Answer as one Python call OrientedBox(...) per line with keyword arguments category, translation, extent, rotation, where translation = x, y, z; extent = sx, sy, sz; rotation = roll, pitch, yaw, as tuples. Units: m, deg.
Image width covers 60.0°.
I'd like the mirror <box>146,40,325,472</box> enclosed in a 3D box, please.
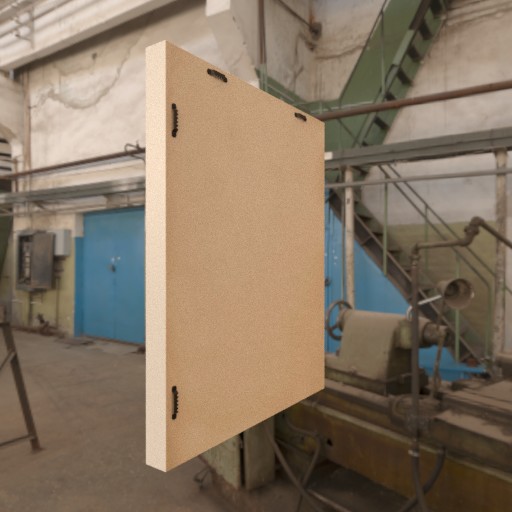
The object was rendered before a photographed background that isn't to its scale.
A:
OrientedBox(category="mirror", translation=(0.000, 0.000, 0.694), extent=(0.041, 0.509, 0.406), rotation=(0, 0, 36))
